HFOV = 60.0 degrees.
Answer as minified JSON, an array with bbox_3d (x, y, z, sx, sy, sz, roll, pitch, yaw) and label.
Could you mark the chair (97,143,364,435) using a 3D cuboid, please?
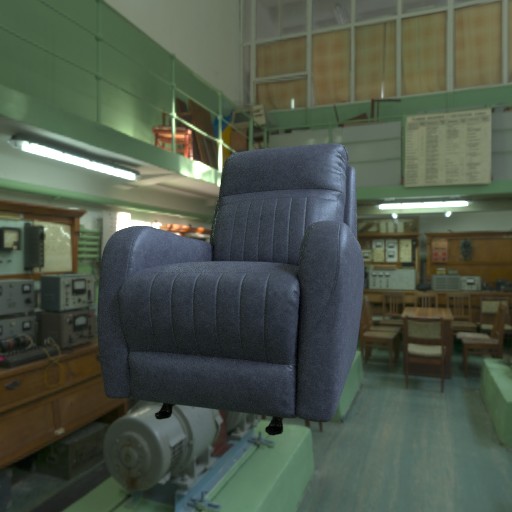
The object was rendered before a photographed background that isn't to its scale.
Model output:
[{"bbox_3d":[0.000,0.000,1.819,0.865,1.067,1.067,0,0,19],"label":"chair"}]
